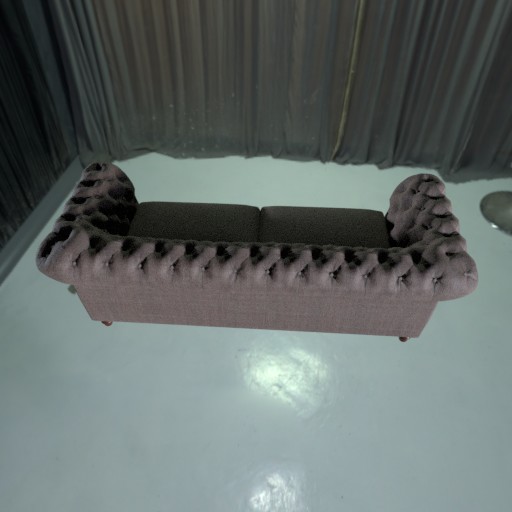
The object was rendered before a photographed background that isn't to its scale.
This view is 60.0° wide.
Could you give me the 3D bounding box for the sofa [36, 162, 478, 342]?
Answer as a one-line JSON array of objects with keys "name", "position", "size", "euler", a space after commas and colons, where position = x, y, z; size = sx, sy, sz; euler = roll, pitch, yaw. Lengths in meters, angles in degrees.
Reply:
[{"name": "sofa", "position": [0.000, 0.000, 2.807], "size": [2.385, 0.787, 0.944], "euler": [3, 45, 3]}]
